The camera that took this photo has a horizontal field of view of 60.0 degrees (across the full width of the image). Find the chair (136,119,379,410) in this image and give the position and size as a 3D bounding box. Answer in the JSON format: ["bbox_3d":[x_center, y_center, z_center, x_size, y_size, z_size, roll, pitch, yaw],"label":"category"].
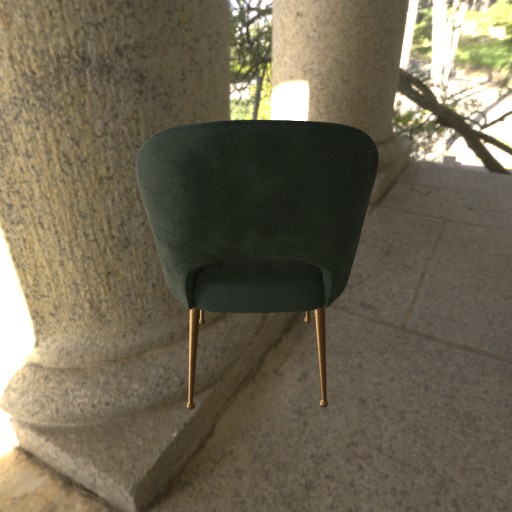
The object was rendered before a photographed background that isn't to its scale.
[{"bbox_3d":[0.000,0.000,1.212,0.527,0.860,0.577,-1,30,-1],"label":"chair"}]
